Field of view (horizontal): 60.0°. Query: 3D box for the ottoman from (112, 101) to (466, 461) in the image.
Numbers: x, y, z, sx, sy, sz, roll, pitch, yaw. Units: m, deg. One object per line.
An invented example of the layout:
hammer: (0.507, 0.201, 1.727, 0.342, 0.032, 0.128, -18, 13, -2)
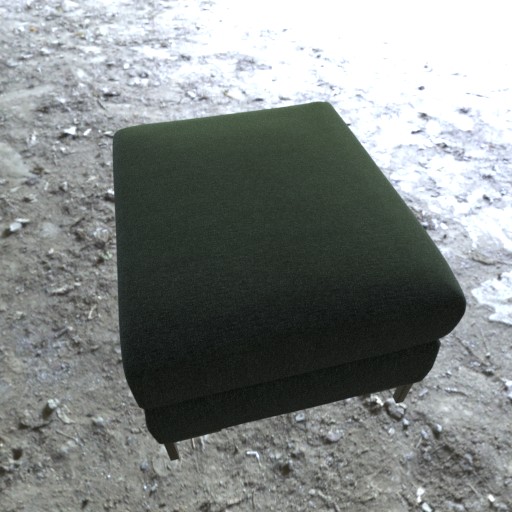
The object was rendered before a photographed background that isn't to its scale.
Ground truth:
ottoman: (0.000, 0.000, 1.244, 0.695, 0.533, 0.831, -10, 48, -10)
